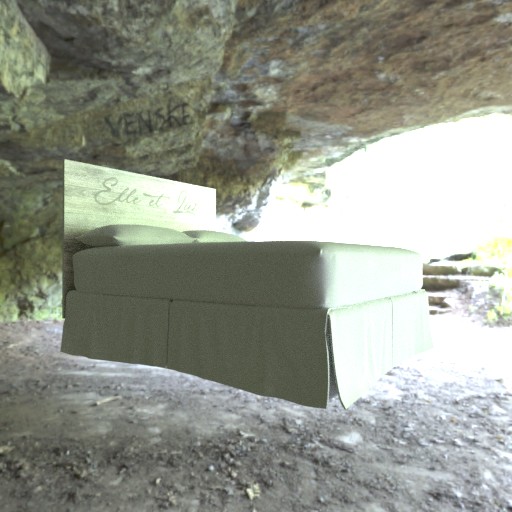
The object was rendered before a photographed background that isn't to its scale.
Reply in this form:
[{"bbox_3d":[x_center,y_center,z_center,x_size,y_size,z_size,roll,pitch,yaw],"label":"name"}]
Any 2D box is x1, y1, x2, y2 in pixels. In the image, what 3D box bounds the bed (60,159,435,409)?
[{"bbox_3d":[0.000,0.000,3.146,2.094,1.335,1.745,0,-1,35],"label":"bed"}]
